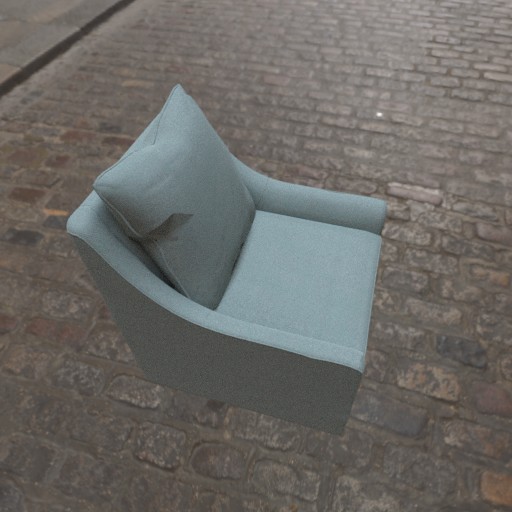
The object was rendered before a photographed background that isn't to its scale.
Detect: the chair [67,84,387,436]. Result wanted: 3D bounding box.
[{"bbox_3d":[0.000,0.000,1.591,0.870,0.926,0.760,12,48,11],"label":"chair"}]
